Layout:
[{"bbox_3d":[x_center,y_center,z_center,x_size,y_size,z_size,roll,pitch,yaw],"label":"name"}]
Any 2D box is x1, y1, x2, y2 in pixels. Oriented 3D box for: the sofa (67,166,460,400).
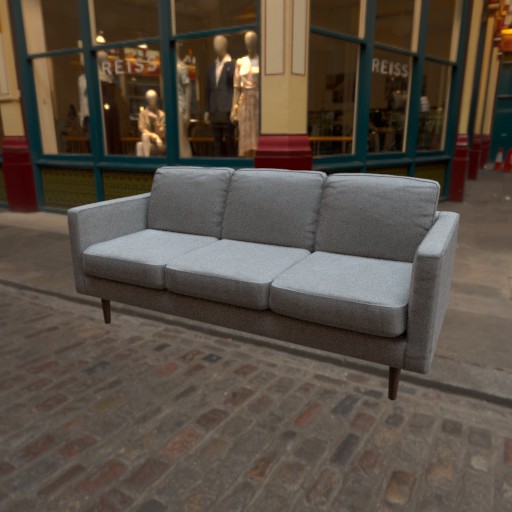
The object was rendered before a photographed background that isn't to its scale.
[{"bbox_3d":[0.000,0.000,2.489,1.983,0.918,0.944,8,18,26],"label":"sofa"}]
